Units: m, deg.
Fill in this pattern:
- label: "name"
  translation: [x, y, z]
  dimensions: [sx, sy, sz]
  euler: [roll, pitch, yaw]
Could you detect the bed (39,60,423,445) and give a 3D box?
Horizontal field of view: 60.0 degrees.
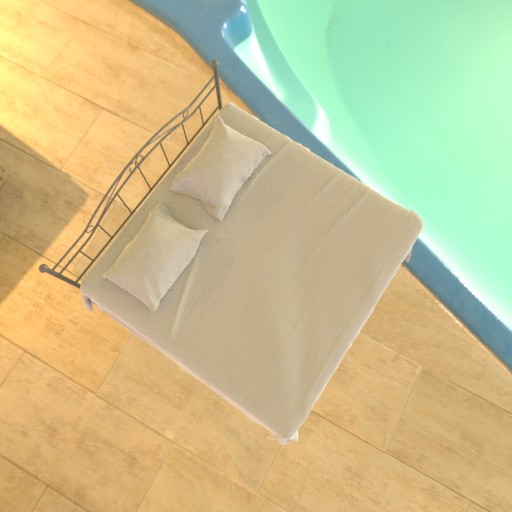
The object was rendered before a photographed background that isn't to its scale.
- label: "bed"
  translation: [0.000, 0.000, 3.558]
  dimensions: [2.220, 1.080, 2.309]
  euler: [34, 77, 9]
